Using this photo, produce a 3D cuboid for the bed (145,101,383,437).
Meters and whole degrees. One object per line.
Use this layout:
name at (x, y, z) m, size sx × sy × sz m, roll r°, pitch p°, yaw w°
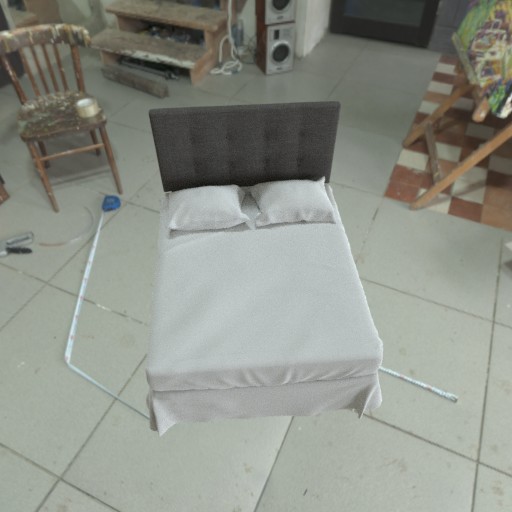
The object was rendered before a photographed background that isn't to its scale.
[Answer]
bed at (0.000, 0.000, 3.634) m, size 1.936 × 1.577 × 2.222 m, roll -4°, pitch 47°, yaw -3°
